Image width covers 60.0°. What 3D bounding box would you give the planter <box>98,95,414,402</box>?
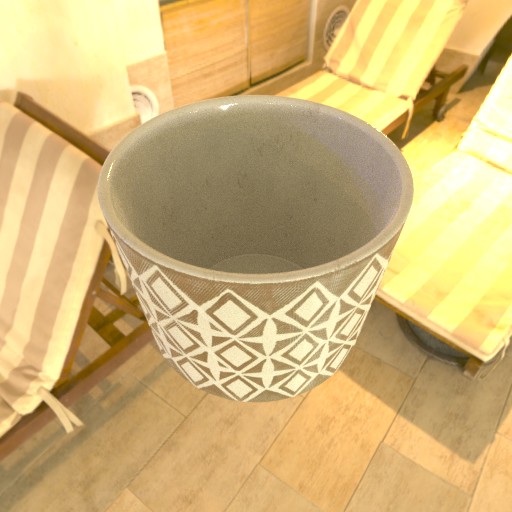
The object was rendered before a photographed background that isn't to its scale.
[{"bbox_3d":[0.000,0.000,0.453,0.260,0.220,0.260,0,46,0],"label":"planter"}]
